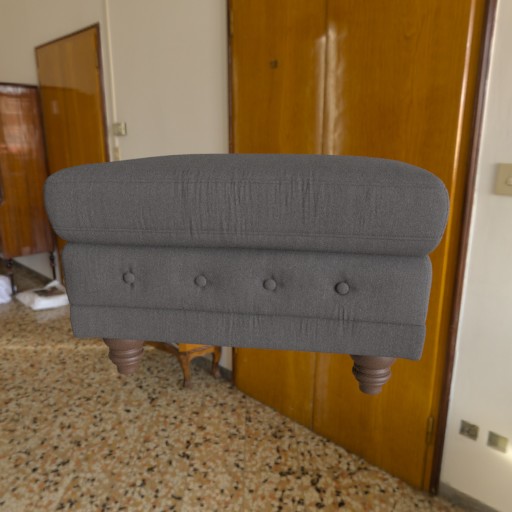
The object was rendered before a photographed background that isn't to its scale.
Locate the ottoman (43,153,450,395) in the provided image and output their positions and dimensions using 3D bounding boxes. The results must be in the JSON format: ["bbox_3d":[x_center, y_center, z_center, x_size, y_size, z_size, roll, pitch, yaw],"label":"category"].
[{"bbox_3d":[0.000,0.000,1.119,0.771,0.500,0.569,2,14,9],"label":"ottoman"}]
